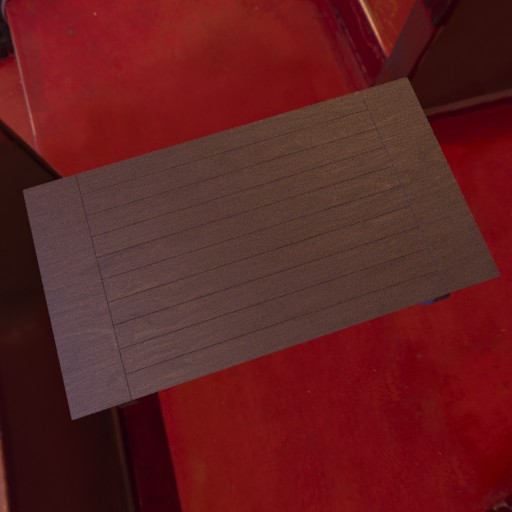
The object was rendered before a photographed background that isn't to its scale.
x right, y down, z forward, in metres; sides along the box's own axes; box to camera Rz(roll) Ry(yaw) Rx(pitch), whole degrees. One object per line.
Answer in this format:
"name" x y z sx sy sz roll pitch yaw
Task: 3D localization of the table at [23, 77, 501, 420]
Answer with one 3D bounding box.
"table" 0.000 0.000 1.344 1.062 0.494 0.600 -18 77 -4
